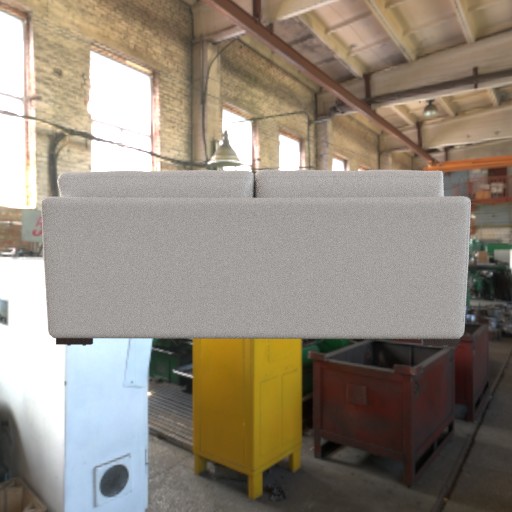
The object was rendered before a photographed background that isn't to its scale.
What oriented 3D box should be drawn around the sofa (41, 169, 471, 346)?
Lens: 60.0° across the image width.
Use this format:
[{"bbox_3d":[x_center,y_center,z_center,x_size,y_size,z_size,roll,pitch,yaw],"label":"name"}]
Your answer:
[{"bbox_3d":[0.000,0.000,2.791,2.261,0.940,1.143,0,0,1],"label":"sofa"}]
